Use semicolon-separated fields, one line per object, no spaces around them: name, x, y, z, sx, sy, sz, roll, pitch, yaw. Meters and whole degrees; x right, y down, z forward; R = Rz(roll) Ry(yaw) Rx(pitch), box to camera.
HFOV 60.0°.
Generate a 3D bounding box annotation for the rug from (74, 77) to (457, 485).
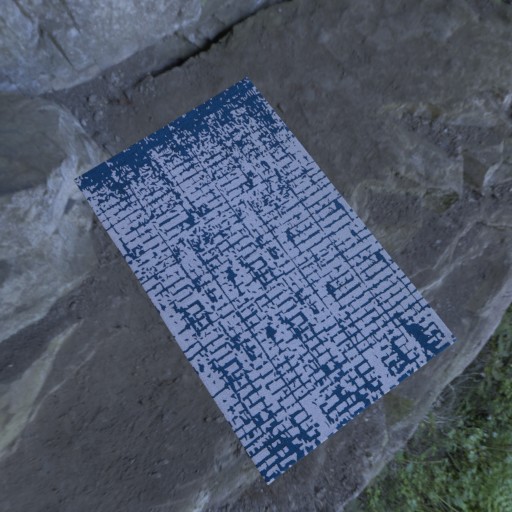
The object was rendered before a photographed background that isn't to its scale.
rug;0.000;0.000;3.048;1.517;0.011;2.435;-34;77;-9
